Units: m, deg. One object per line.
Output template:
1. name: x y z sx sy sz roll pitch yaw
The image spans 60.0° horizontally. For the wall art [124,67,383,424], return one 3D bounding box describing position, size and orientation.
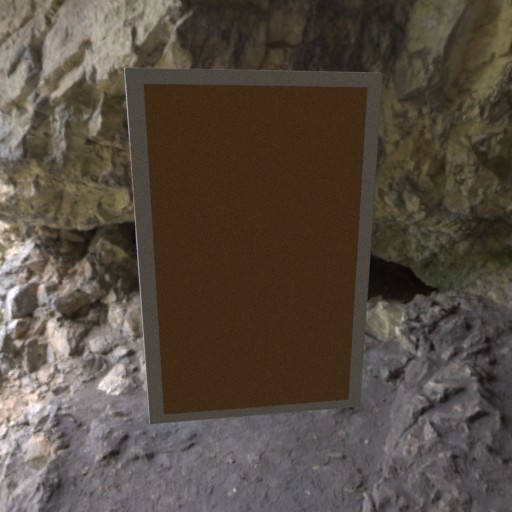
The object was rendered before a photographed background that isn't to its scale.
1. wall art: 0.000 0.000 0.493 0.251 0.380 0.039 -2 15 -8
